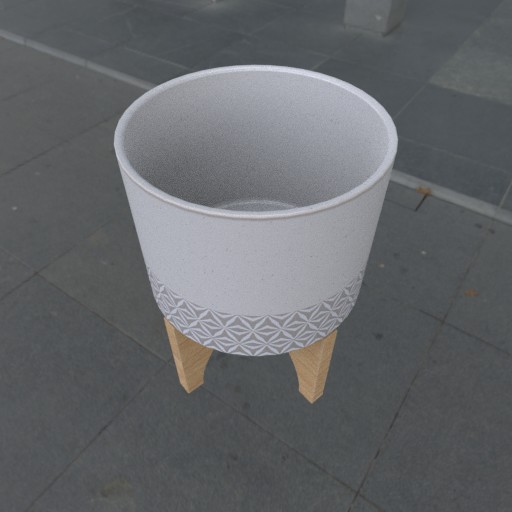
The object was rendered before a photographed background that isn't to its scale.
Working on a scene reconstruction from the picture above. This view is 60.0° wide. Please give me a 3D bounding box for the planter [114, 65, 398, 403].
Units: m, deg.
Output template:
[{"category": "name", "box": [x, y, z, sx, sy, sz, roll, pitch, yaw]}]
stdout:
[{"category": "planter", "box": [0.000, 0.000, 0.520, 0.249, 0.343, 0.249, 0, 46, 0]}]
